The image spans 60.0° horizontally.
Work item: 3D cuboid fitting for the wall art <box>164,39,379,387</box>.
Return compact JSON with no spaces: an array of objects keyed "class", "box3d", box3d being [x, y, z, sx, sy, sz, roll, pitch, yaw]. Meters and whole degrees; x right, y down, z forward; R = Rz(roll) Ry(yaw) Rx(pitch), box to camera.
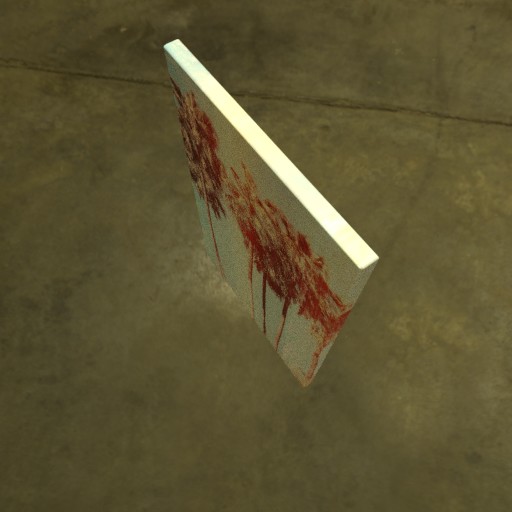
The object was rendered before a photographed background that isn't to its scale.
[{"class":"wall art","box3d":[0.000,0.000,1.182,0.037,0.915,0.605,-32,67,-15]}]
